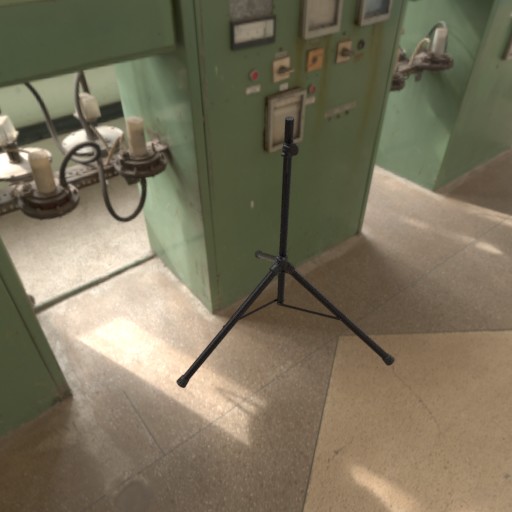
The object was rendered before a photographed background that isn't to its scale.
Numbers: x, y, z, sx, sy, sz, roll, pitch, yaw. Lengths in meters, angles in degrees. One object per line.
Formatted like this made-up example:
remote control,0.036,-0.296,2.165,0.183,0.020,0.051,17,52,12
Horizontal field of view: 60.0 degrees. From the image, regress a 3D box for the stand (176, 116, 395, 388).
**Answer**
stand,0.000,0.000,1.881,0.907,1.136,1.045,-26,47,-27
